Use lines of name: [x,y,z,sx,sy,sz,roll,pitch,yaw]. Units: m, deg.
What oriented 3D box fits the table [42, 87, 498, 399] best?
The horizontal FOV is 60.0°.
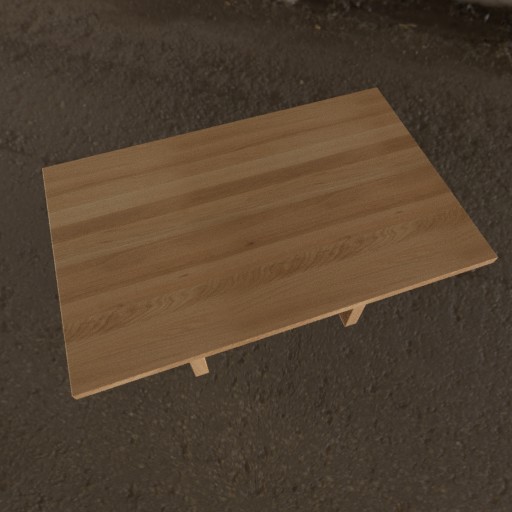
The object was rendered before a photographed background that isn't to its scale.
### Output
table: [0.000,0.000,1.457,1.100,0.510,0.700,-16,61,-9]
